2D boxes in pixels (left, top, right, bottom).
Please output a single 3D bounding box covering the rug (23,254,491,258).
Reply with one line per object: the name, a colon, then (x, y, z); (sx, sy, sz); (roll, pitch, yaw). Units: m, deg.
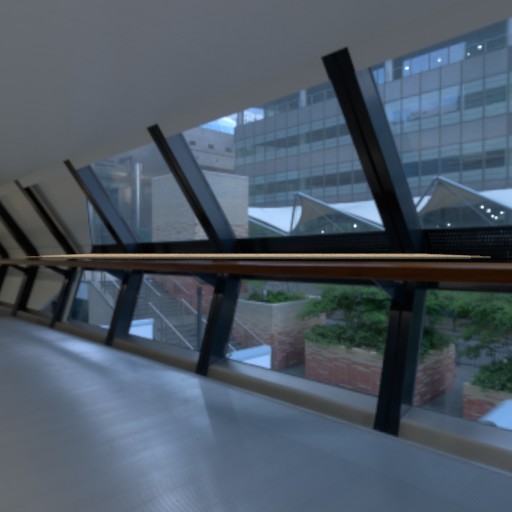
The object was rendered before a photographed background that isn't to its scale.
rug: (0.000, 0.000, 2.655); (2.438, 0.021, 0.729); (0, 1, 0)
